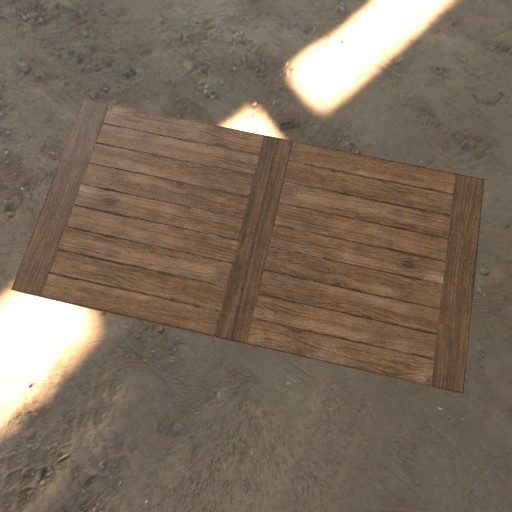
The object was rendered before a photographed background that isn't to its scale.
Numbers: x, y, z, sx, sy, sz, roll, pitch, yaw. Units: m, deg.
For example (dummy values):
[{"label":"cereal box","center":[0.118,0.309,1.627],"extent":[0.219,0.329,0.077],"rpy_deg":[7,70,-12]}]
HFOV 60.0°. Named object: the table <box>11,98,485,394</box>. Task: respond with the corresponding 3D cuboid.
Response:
[{"label":"table","center":[0.000,0.000,2.264],"extent":[1.867,0.757,0.931],"rpy_deg":[12,75,3]}]
